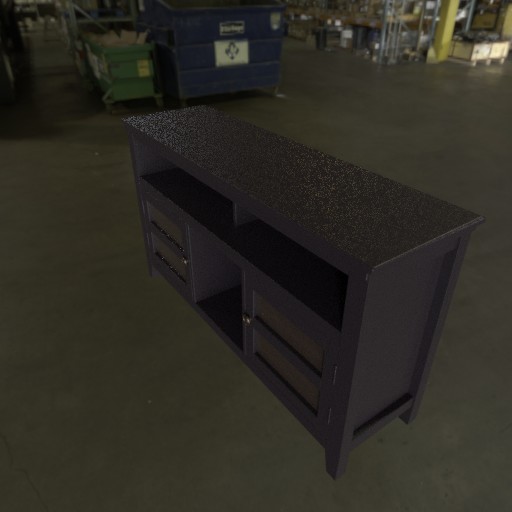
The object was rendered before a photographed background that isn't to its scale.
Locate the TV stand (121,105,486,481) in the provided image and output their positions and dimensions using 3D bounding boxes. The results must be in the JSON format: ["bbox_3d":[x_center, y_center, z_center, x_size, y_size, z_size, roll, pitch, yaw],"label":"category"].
[{"bbox_3d":[0.000,0.000,1.449,0.347,0.681,1.198,-21,38,-29],"label":"TV stand"}]
